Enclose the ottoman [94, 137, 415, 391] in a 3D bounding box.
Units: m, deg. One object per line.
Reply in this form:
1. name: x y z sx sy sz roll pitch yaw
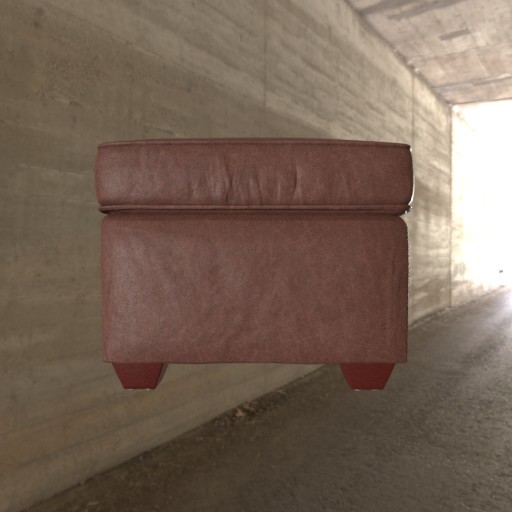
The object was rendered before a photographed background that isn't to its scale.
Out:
1. ottoman: 0.000 0.000 1.073 0.548 0.449 0.749 0 0 0
